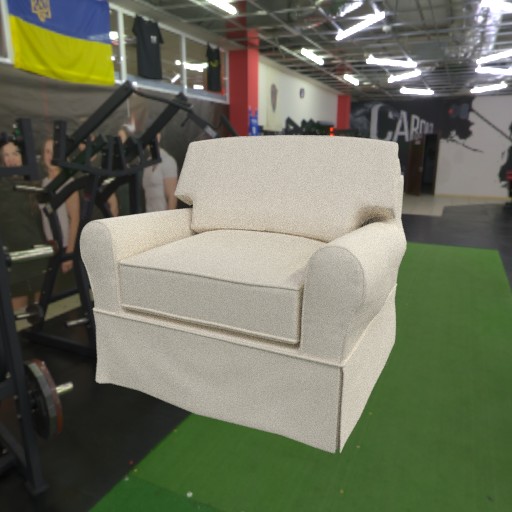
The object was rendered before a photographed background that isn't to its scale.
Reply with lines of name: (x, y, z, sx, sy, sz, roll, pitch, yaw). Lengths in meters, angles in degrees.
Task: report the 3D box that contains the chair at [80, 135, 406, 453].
chair: (0.000, 0.000, 1.805, 1.099, 0.958, 0.904, 7, 16, 26)
